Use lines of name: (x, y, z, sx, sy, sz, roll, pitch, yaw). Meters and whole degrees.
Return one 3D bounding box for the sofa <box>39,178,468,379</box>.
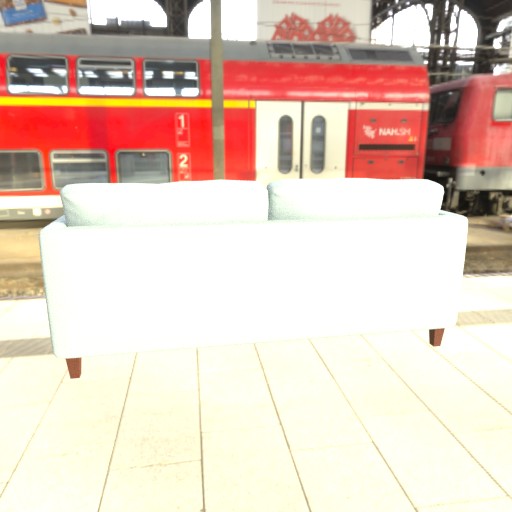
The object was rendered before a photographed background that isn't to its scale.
sofa: (0.000, 0.000, 2.704, 2.208, 0.965, 0.951, -3, 14, -10)
